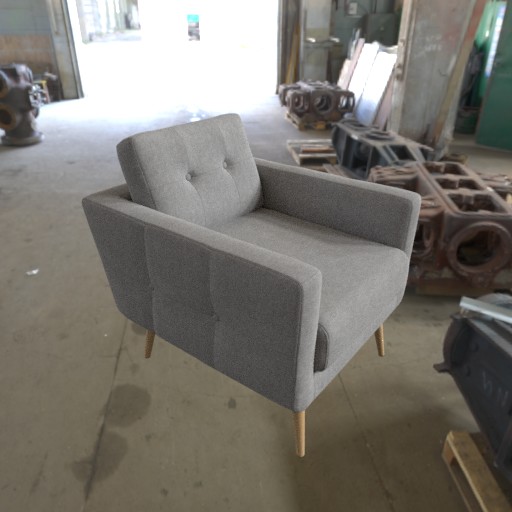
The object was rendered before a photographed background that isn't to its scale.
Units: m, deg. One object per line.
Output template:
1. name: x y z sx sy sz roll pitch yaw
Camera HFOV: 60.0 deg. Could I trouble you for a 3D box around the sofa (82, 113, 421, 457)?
1. sofa: 0.000 0.000 1.579 0.920 0.860 0.770 20 34 33
